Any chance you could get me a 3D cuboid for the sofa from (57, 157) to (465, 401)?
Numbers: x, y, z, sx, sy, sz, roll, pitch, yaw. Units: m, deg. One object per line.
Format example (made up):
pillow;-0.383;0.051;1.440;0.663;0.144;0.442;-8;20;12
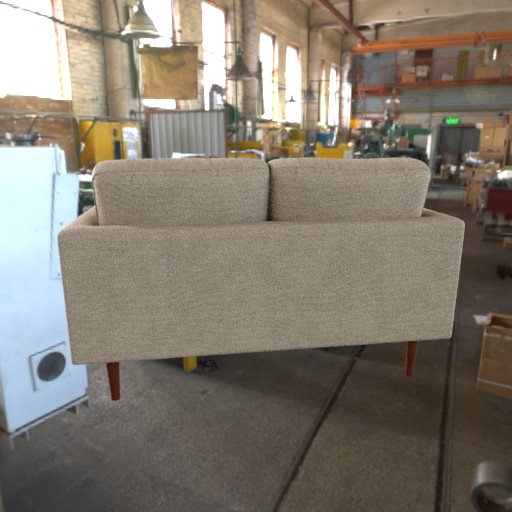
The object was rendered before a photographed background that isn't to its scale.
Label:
sofa;0.000;0.000;2.122;1.582;0.944;0.903;-2;15;-8
